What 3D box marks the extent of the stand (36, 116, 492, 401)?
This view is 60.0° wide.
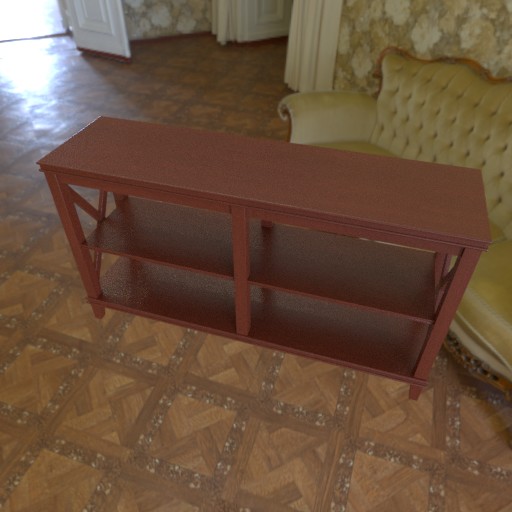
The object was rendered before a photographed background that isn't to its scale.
[{"bbox_3d":[0.000,0.000,1.662,1.372,0.762,0.381,12,42,13],"label":"stand"}]
